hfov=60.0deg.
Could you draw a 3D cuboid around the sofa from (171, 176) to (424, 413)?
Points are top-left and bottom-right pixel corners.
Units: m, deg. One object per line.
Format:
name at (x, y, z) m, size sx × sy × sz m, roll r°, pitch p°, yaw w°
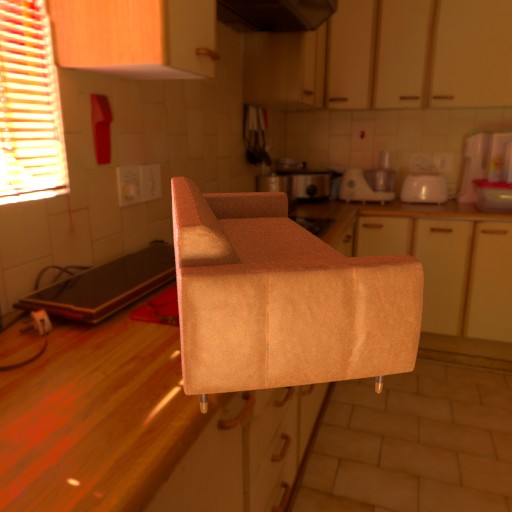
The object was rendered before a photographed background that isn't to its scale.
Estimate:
sofa at (0.000, 0.000, 2.765) m, size 0.990 × 0.821 × 2.291 m, roll -3°, pitch 16°, yaw -11°
